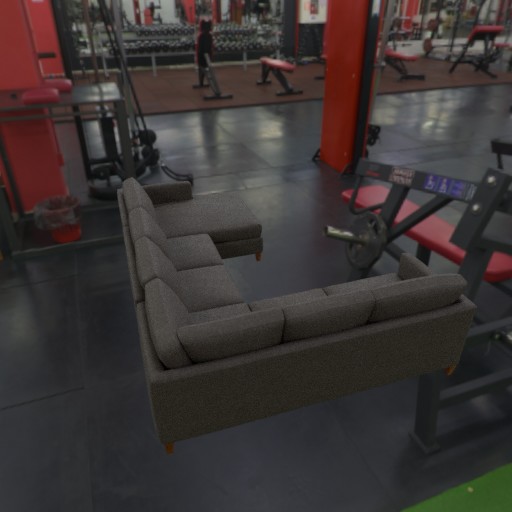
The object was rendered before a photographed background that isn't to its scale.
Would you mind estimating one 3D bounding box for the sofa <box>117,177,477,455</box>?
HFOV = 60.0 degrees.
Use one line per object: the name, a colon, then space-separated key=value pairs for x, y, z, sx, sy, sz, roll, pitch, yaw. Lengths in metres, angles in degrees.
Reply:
sofa: x=0.000 y=0.000 z=4.667 sx=2.594 sy=0.961 sz=3.460 roll=-10 pitch=32 yaw=-16
